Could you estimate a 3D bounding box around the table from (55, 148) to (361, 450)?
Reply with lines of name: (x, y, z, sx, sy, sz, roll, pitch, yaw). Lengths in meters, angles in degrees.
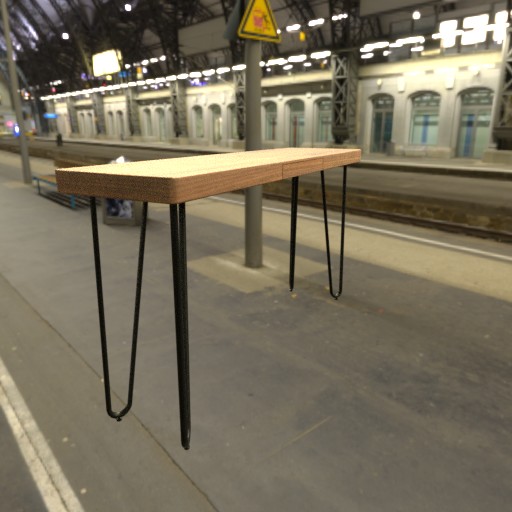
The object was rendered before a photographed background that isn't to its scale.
table: (0.000, 0.000, 1.896, 0.425, 0.834, 1.570, 9, 18, 28)
